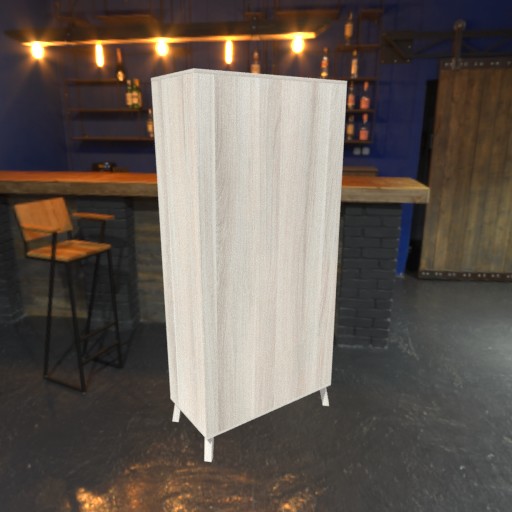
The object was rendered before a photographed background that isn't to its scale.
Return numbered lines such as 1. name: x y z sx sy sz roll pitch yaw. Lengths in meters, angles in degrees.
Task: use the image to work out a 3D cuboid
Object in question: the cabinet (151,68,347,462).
1. cabinet: 0.000 0.000 2.677 0.969 1.957 1.272 3 16 9
